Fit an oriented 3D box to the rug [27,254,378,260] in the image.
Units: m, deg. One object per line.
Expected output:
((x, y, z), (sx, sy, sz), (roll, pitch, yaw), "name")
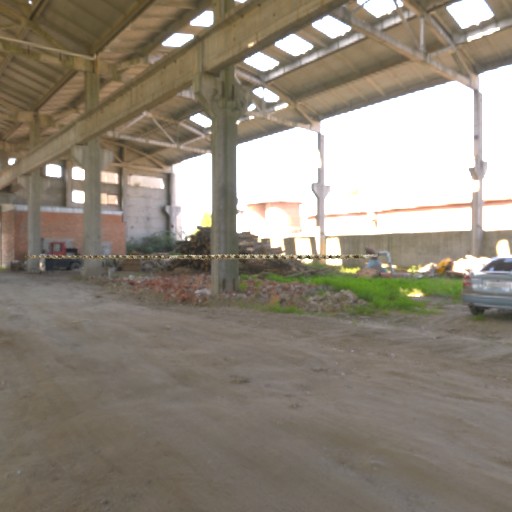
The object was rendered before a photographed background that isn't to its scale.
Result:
((0.000, 0.000, 2.979), (1.530, 0.025, 2.431), (0, 0, 17), "rug")
